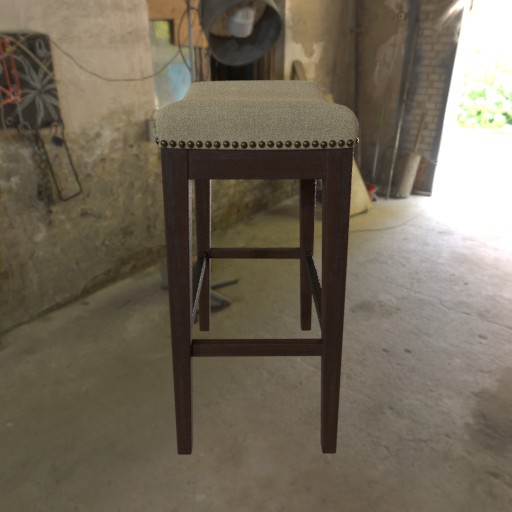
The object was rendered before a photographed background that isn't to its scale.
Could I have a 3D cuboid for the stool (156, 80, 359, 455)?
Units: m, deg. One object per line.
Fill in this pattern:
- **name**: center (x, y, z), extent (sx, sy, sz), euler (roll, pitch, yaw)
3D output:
- **stool**: center (0.000, 0.000, 1.075), extent (0.363, 0.768, 0.509), euler (0, 26, 0)
